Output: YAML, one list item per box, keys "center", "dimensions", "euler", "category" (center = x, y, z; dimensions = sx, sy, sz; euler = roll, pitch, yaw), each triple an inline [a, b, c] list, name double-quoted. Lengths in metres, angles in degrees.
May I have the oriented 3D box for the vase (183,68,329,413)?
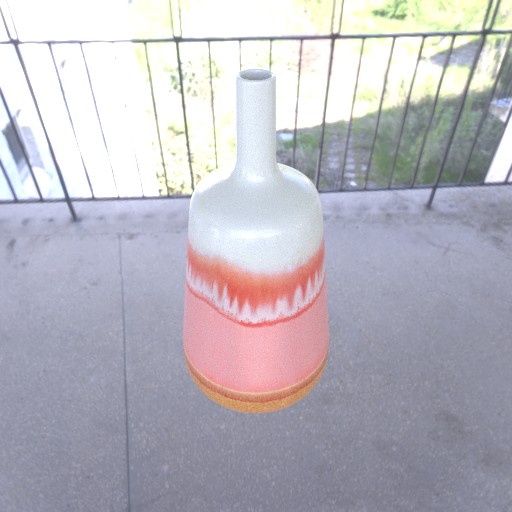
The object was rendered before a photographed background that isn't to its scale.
- center: [0.000, 0.000, 0.374]
  dimensions: [0.144, 0.296, 0.144]
  euler: [0, 40, 0]
  category: "vase"
